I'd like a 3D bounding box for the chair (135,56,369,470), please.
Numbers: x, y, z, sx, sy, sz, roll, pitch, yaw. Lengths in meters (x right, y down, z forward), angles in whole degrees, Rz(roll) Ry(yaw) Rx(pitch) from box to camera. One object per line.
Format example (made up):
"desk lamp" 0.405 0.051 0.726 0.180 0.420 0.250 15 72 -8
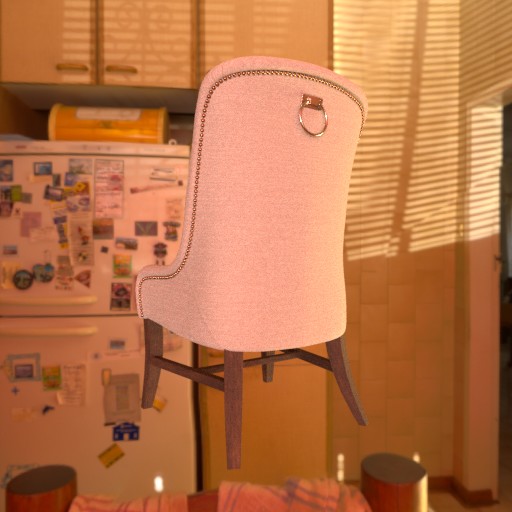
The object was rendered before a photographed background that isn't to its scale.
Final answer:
"chair" 0.000 0.000 1.497 0.634 1.091 0.629 -1 1 -35
